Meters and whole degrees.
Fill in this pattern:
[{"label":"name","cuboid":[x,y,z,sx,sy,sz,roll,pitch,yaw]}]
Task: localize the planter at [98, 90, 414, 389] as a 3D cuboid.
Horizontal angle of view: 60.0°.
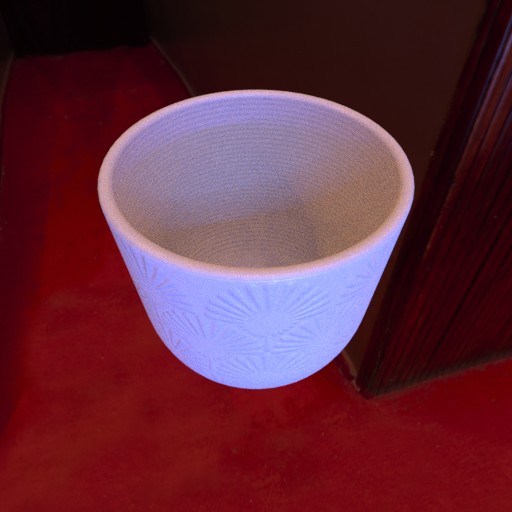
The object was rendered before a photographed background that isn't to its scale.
[{"label":"planter","cuboid":[0.000,0.000,0.298,0.170,0.152,0.170,0,47,0]}]
